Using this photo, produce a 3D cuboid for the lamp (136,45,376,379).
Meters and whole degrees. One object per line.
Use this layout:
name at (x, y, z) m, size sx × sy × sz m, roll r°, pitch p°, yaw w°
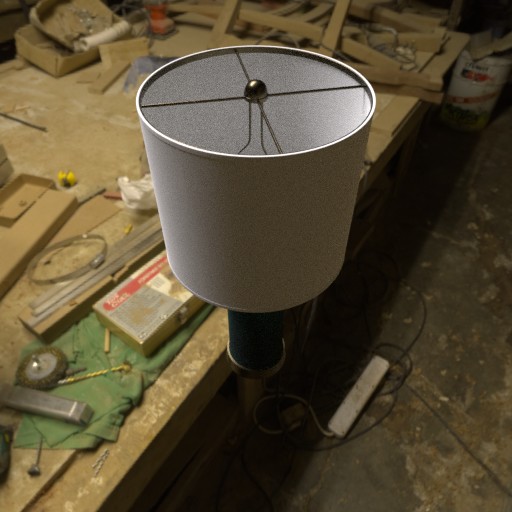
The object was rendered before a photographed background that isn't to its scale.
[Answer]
lamp at (0.000, 0.000, 0.780) m, size 0.301 × 0.630 × 0.301 m, roll 25°, pitch 51°, yaw 23°
